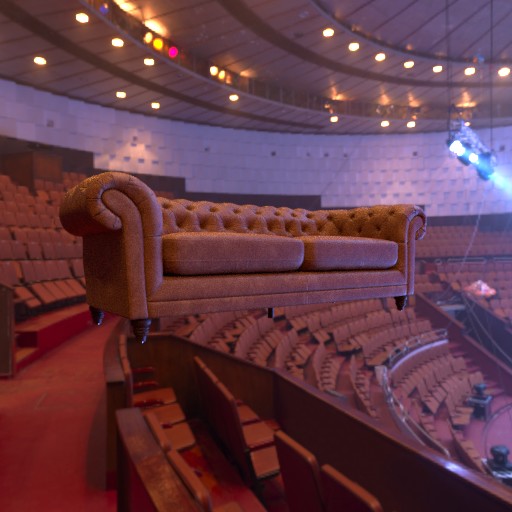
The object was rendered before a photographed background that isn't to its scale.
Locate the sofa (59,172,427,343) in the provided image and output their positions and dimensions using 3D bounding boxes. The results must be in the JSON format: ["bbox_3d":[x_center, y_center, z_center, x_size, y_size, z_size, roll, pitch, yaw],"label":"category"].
[{"bbox_3d":[0.000,0.000,2.850,2.365,0.760,0.989,0,0,-36],"label":"sofa"}]
